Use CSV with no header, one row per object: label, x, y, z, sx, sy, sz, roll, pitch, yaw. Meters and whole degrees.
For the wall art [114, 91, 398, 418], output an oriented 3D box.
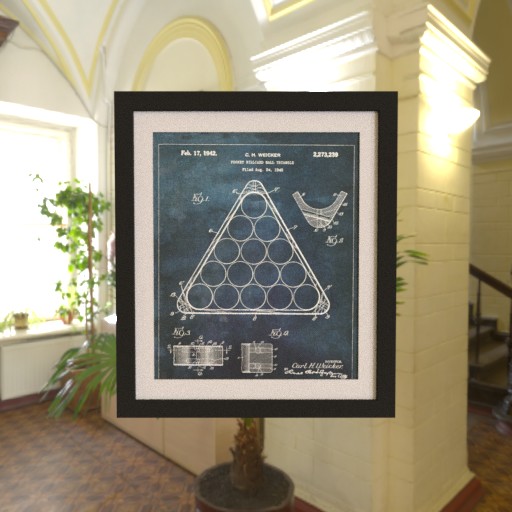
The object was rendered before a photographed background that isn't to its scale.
wall art,0.000,0.000,0.495,0.311,0.361,0.010,0,2,0
